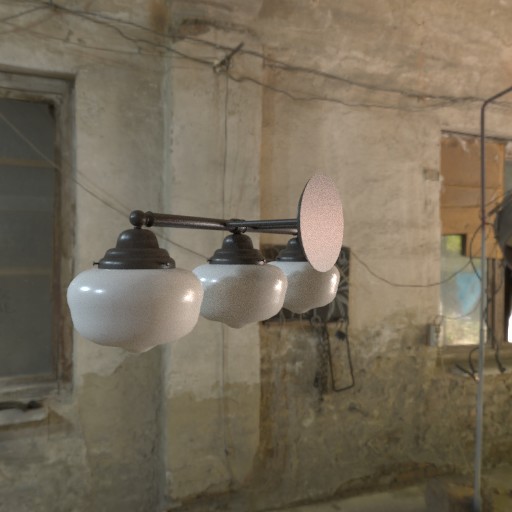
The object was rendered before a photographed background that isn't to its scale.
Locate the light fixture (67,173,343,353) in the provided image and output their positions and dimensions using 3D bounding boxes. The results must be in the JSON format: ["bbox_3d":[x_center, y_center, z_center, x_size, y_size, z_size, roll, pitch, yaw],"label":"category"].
[{"bbox_3d":[0.000,0.000,0.713,0.239,0.242,0.587,0,1,34],"label":"light fixture"}]
